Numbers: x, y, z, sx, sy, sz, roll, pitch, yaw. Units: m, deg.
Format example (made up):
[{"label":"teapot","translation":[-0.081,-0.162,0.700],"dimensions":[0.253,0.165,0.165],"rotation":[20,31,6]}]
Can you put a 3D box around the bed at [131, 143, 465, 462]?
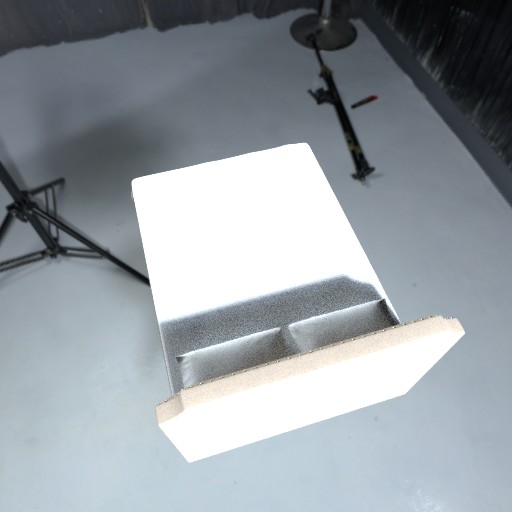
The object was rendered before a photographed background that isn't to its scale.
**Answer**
[{"label":"bed","translation":[0.000,0.000,3.366],"dimensions":[1.703,1.415,2.329],"rotation":[-14,58,-9]}]
